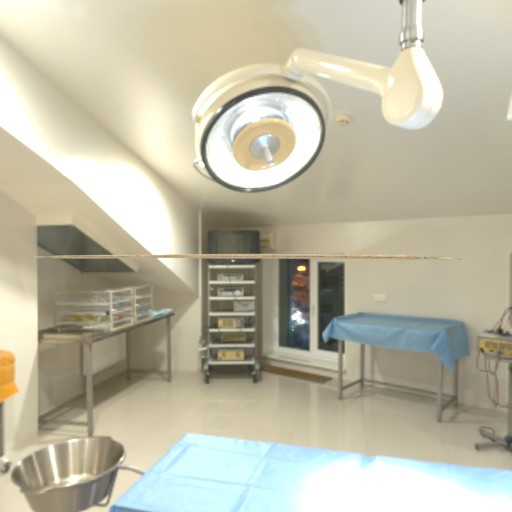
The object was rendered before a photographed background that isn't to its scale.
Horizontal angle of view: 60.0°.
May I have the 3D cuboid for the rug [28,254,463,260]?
[{"bbox_3d":[0.000,0.000,3.113,2.465,0.023,1.619,0,1,18],"label":"rug"}]
